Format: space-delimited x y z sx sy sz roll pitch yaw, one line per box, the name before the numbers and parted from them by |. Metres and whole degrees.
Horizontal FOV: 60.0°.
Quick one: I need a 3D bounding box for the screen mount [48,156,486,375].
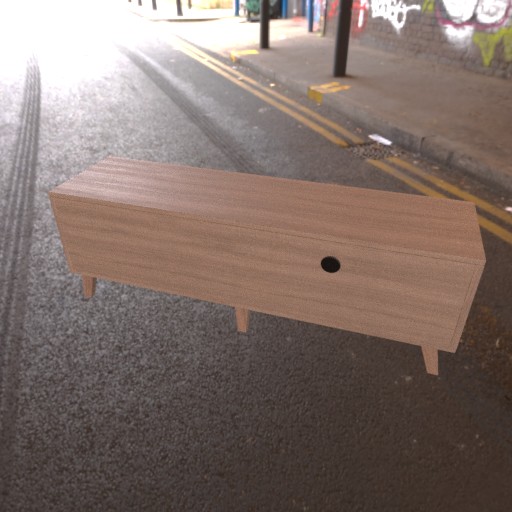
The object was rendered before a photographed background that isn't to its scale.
screen mount | 0.000 0.000 1.746 1.500 0.509 0.401 10 34 15
